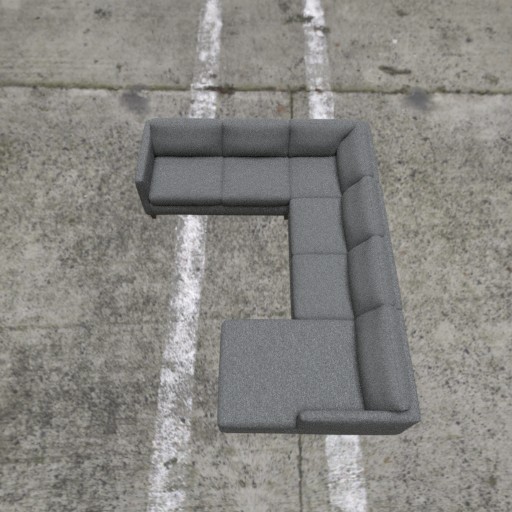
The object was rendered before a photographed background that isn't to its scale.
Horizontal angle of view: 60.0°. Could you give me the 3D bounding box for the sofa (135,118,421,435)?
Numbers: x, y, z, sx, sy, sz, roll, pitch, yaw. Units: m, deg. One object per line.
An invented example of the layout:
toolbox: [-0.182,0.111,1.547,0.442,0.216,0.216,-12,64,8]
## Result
sofa: [0.000,0.000,4.371,2.551,0.853,3.238,0,59,0]
